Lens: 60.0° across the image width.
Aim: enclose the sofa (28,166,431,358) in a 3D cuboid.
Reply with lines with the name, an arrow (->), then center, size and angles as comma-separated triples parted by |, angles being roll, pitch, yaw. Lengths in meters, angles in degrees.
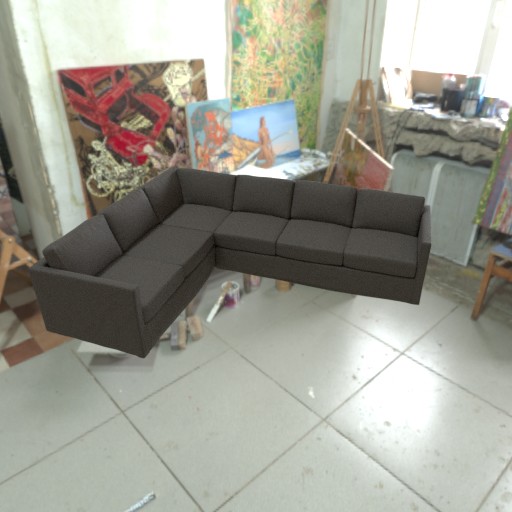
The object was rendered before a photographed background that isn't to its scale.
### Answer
sofa -> 0.000, 0.000, 4.329 | 3.182, 0.871, 2.432 | 9, 31, 16
